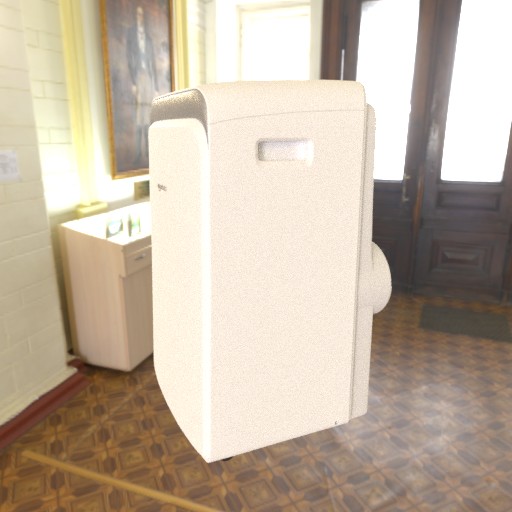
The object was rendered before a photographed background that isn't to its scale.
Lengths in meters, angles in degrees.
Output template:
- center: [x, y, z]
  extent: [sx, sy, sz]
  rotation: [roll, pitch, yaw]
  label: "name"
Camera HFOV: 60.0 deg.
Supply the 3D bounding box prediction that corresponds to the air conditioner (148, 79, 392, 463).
- center: [0.000, 0.000, 1.058]
  extent: [0.467, 0.765, 0.478]
  rotation: [-7, 17, -24]
  label: "air conditioner"
